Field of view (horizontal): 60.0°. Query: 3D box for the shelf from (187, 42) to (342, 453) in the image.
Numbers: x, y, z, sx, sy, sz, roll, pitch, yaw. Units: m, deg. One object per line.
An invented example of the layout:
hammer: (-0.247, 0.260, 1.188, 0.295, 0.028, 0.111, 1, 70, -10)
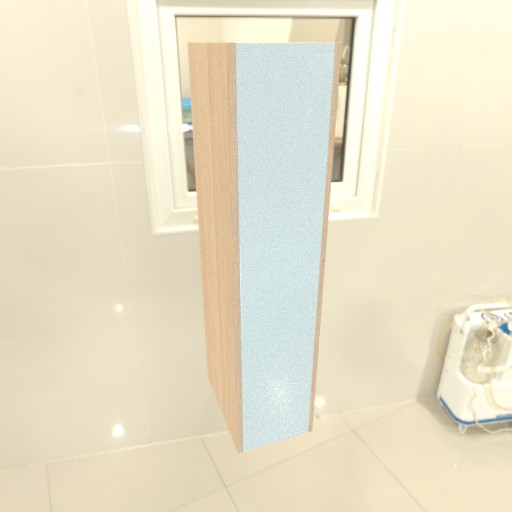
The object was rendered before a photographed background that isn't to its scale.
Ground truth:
shelf: (0.000, 0.000, 1.016, 0.197, 0.882, 0.290, -9, 27, -18)
